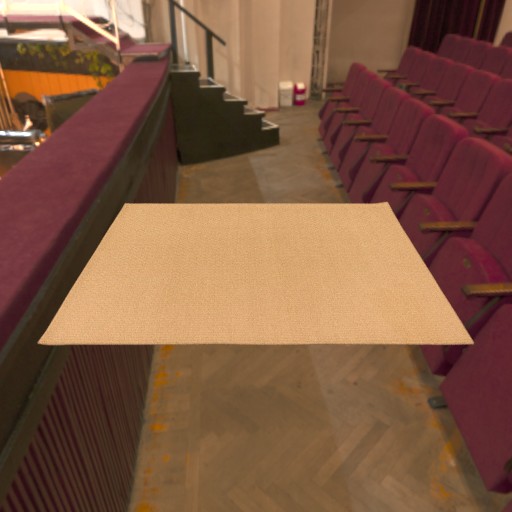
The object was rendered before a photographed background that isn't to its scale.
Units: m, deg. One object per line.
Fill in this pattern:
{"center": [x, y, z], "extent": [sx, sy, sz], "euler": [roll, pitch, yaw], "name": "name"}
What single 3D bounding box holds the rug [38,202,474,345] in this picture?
{"center": [0.000, 0.000, 3.902], "extent": [2.897, 0.035, 2.277], "euler": [0, 31, 0], "name": "rug"}
